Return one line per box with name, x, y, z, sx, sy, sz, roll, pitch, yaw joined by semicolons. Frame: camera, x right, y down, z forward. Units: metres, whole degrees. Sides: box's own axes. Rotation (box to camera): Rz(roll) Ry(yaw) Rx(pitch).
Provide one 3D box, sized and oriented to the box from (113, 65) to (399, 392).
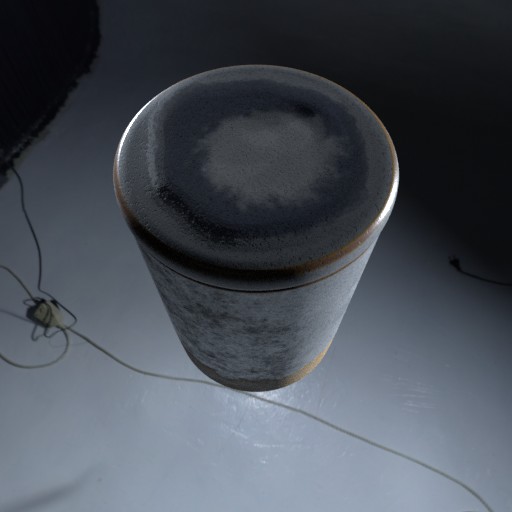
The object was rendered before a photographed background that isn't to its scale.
box;0.000;0.000;0.253;0.118;0.168;0.118;0;59;0
